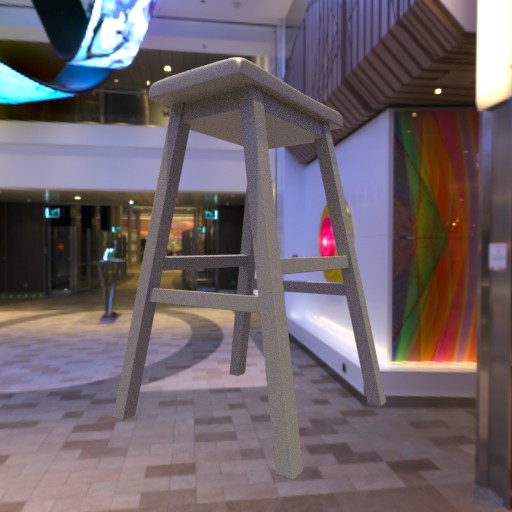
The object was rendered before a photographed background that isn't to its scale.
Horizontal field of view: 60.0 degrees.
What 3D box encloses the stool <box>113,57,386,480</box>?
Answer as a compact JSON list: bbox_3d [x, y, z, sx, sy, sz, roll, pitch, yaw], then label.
[{"bbox_3d":[0.000,0.000,1.055,0.476,0.737,0.457,1,1,35],"label":"stool"}]
